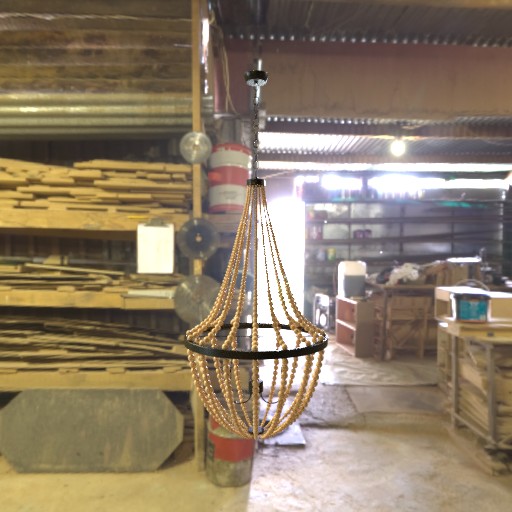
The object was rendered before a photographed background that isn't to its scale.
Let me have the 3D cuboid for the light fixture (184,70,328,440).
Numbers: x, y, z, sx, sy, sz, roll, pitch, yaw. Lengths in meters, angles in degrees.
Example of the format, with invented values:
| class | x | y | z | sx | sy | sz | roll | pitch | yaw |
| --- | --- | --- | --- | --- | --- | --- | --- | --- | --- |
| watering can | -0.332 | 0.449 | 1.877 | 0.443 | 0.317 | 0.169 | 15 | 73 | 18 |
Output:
| class | x | y | z | sx | sy | sz | roll | pitch | yaw |
| --- | --- | --- | --- | --- | --- | --- | --- | --- | --- |
| light fixture | 0.000 | 0.000 | 1.400 | 0.450 | 1.133 | 0.450 | 0 | 1 | 0 |
